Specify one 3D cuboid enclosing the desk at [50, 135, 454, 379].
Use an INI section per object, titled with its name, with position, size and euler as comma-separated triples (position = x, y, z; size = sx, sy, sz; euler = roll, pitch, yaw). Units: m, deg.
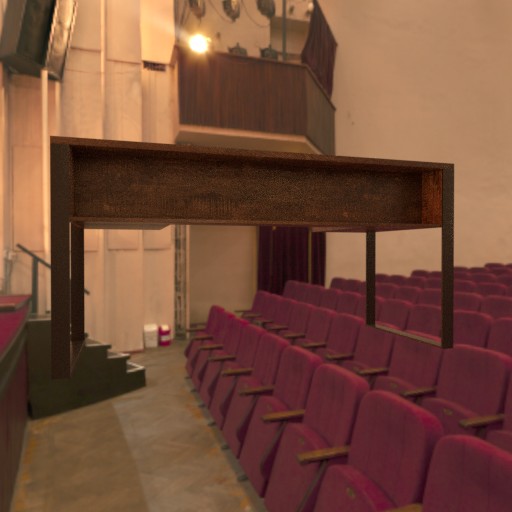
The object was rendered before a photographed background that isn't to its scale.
[desk]
position = 0.000, 0.000, 1.893
size = 1.524, 0.762, 0.599
euler = 0, 1, -17
